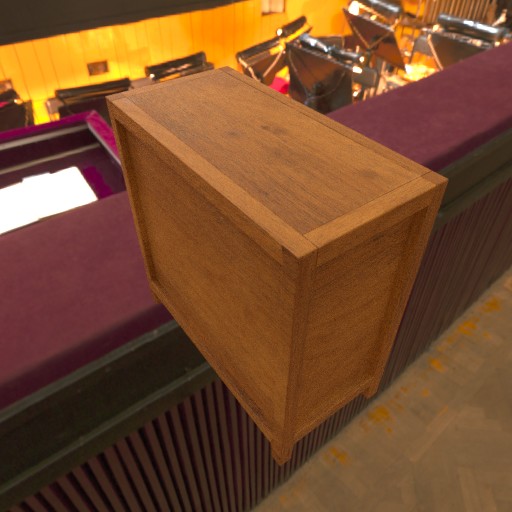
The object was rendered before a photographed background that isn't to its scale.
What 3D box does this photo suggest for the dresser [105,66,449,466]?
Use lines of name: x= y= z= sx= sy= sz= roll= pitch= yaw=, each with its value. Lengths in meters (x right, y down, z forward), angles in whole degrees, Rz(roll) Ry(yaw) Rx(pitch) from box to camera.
dresser: x=0.000 y=0.000 z=1.319 sx=0.427 sy=0.804 sz=0.804 roll=-26 pitch=48 yaw=-26
